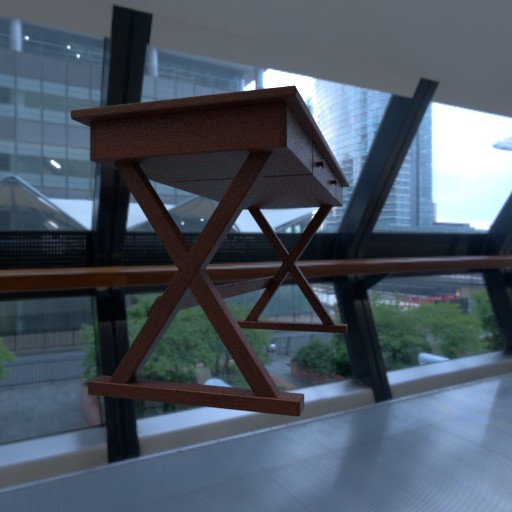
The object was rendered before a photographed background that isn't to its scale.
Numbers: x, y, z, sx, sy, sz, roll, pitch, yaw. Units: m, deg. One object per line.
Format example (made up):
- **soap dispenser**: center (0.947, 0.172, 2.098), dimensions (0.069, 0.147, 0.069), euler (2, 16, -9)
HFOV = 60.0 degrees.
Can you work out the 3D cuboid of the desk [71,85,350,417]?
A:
- **desk**: center (0.000, 0.000, 1.727), dimensions (0.600, 0.761, 1.372), euler (0, 0, 17)
